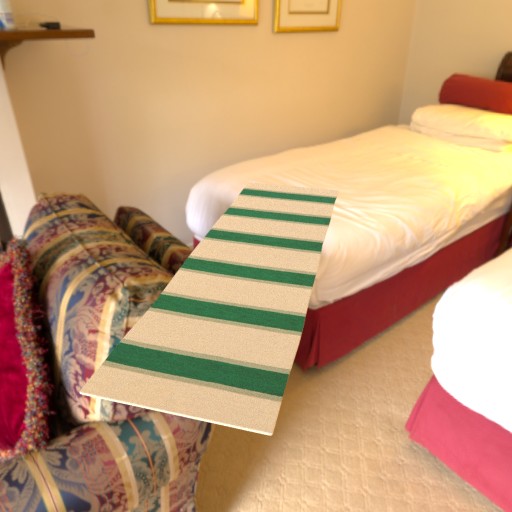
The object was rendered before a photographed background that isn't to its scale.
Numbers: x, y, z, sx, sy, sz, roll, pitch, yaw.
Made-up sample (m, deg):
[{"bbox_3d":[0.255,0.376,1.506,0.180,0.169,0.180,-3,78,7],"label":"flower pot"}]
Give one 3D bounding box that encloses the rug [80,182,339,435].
[{"bbox_3d":[0.000,0.000,2.649,0.768,0.012,2.438,7,30,13],"label":"rug"}]
